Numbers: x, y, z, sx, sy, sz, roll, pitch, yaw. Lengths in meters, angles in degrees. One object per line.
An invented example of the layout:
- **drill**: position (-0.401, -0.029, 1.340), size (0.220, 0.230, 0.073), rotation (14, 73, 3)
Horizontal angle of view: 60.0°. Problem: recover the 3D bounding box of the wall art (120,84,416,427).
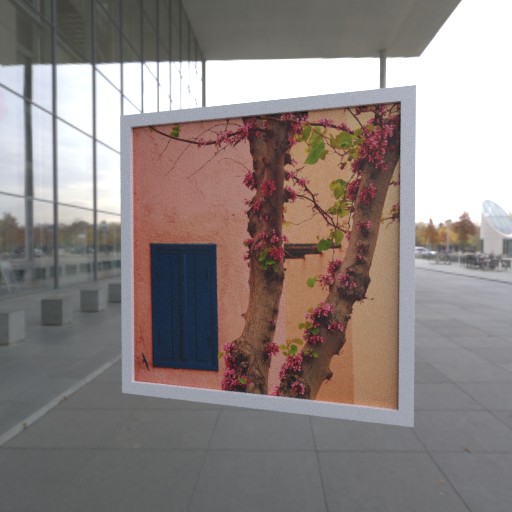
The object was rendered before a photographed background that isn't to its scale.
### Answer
- **wall art**: position (0.000, 0.000, 0.753), size (0.507, 0.508, 0.038), rotation (0, 1, 18)
